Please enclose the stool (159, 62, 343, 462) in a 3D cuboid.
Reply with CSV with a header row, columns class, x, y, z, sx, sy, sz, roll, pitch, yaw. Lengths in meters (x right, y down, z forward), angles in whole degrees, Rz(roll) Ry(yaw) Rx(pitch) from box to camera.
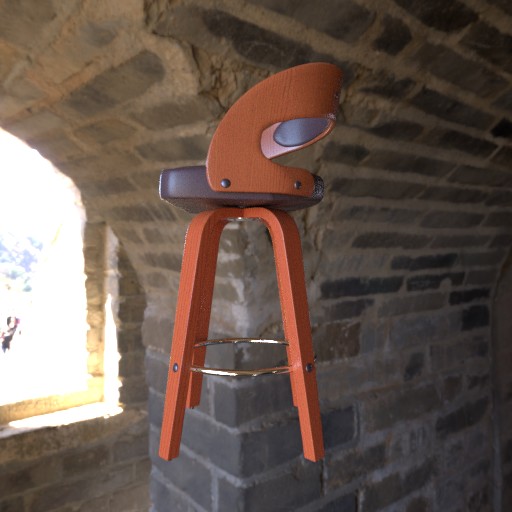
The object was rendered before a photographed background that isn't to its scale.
class,x,y,z,sx,sy,sz,roll,pitch,yaw
stool,0.000,0.000,1.187,0.457,0.940,0.457,0,1,1
